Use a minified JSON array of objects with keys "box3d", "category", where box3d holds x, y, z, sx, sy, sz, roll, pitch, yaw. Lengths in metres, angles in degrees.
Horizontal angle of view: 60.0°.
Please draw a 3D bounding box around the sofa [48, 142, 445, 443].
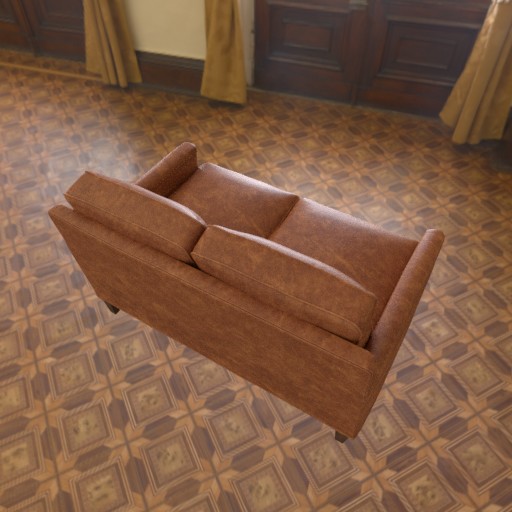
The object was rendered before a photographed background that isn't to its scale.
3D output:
[{"box3d":[0.000,0.000,2.234,1.597,1.003,1.084,24,52,21],"category":"sofa"}]
